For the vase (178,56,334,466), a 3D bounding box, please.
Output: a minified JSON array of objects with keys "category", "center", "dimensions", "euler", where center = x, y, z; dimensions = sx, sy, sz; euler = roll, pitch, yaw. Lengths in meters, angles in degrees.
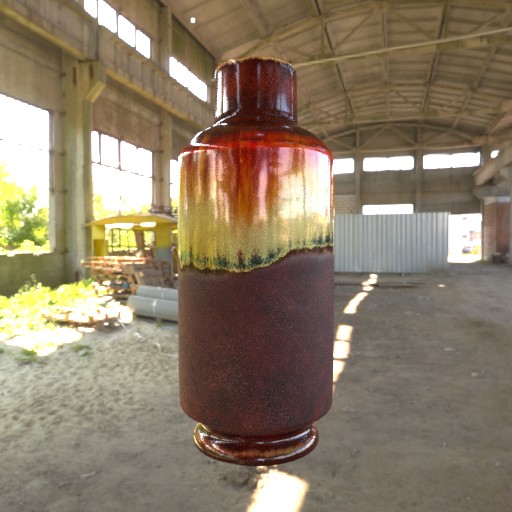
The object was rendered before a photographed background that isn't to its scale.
[{"category":"vase","center":[0.000,0.000,0.318],"dimensions":[0.111,0.261,0.111],"euler":[0,1,0]}]
